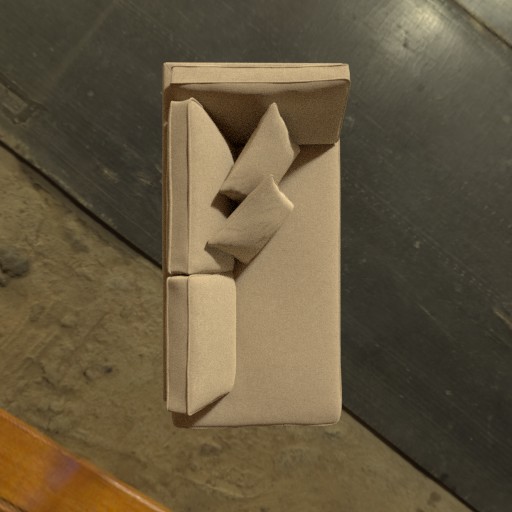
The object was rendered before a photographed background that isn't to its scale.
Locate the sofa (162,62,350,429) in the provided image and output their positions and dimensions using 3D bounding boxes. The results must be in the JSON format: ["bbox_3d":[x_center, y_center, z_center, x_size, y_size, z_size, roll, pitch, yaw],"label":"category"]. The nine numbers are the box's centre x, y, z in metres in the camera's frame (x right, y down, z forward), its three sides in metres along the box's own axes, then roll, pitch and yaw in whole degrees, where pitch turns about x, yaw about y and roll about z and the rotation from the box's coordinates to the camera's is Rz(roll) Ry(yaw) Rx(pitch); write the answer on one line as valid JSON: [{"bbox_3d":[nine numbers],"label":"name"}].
[{"bbox_3d":[0.000,0.000,2.855,1.110,1.033,2.237,0,90,0],"label":"sofa"}]
